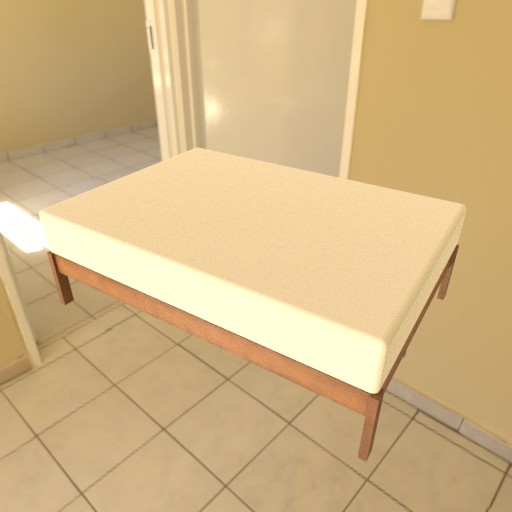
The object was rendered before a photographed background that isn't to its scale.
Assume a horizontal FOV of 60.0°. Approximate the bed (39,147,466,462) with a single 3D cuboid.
[{"bbox_3d":[0.000,0.000,2.551,1.927,0.616,1.348,18,36,28],"label":"bed"}]
